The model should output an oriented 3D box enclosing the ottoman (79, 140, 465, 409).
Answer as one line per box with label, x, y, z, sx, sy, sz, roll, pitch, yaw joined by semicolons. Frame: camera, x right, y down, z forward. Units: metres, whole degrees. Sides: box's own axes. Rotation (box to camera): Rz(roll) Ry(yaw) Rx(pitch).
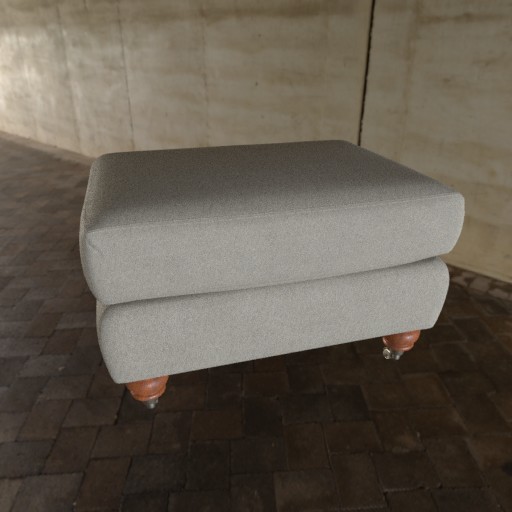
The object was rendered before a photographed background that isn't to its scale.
ottoman;0.000;0.000;1.127;0.773;0.504;0.569;-7;27;-14
